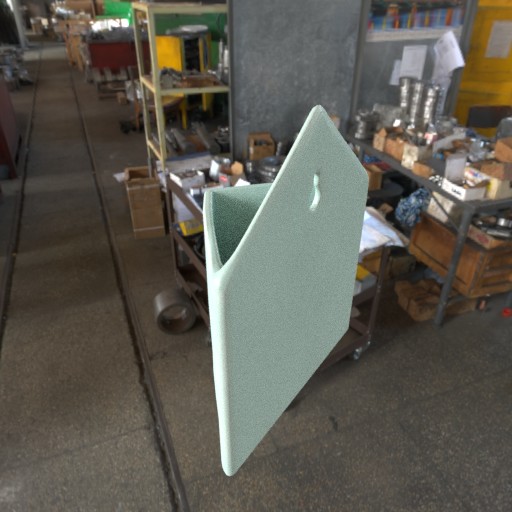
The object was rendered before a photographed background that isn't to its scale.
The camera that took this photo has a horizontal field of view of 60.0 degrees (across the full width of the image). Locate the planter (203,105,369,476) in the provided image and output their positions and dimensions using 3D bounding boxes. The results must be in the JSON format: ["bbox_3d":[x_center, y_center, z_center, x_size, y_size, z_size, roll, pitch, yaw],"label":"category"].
[{"bbox_3d":[0.000,0.000,0.285,0.079,0.197,0.164,20,37,29],"label":"planter"}]
